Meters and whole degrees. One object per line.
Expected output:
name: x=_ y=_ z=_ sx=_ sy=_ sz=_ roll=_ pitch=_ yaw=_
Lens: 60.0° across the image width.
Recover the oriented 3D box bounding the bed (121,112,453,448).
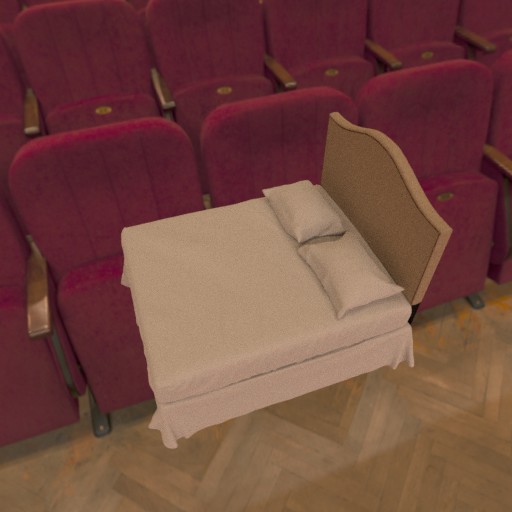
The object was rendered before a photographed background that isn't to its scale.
bed: x=0.000 y=0.000 z=3.485 sx=2.221 sy=1.645 sz=1.876 roll=-14 pitch=48 yaw=-13
